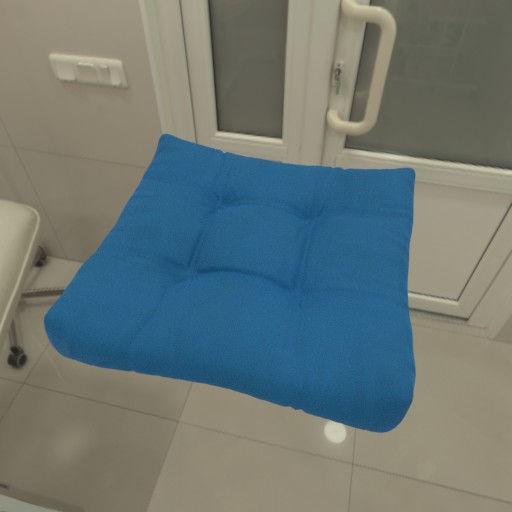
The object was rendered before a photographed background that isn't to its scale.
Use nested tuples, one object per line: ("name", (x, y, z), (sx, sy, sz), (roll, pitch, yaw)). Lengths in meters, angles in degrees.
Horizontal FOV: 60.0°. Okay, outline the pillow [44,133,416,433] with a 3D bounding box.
("pillow", (0.000, 0.000, 0.713), (0.490, 0.128, 0.468), (10, 49, 9))
